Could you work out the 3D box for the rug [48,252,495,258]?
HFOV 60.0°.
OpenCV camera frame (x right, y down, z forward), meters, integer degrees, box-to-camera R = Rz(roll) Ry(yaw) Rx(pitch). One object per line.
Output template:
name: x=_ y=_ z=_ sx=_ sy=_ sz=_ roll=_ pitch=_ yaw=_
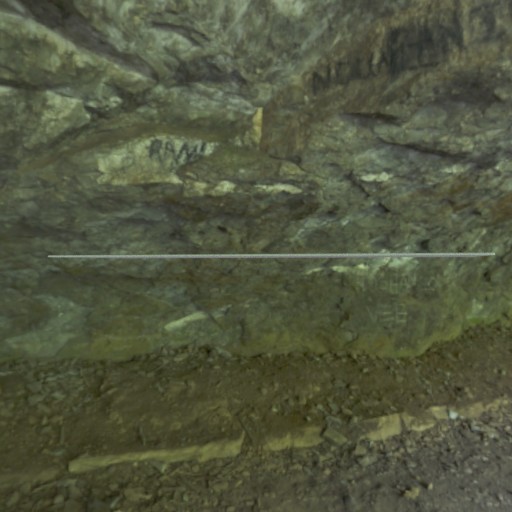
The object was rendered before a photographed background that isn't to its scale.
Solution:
rug: x=0.000 y=0.000 z=2.650 sx=2.430 sy=0.012 sz=0.759 roll=0 pitch=-1 yaw=19
